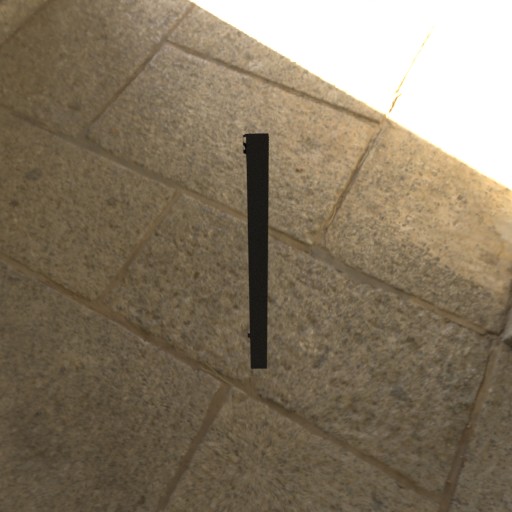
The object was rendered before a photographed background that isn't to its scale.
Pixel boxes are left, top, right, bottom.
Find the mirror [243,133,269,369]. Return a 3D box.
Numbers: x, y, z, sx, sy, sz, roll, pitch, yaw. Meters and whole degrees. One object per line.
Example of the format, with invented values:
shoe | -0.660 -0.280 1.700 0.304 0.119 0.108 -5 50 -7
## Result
mirror | 0.000 0.000 0.833 0.032 0.679 0.419 -1 65 0
